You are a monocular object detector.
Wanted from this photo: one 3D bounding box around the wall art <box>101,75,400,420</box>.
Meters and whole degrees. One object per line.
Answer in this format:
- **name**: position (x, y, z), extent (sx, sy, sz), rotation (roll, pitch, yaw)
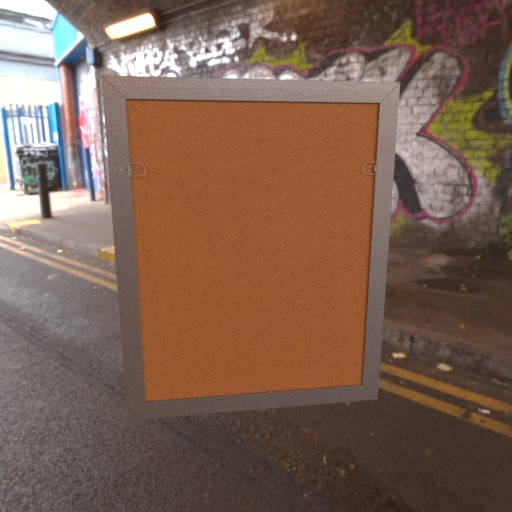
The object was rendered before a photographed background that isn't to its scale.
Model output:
- **wall art**: position (0.000, 0.000, 0.510), extent (0.308, 0.379, 0.030), rotation (-2, 14, -8)
